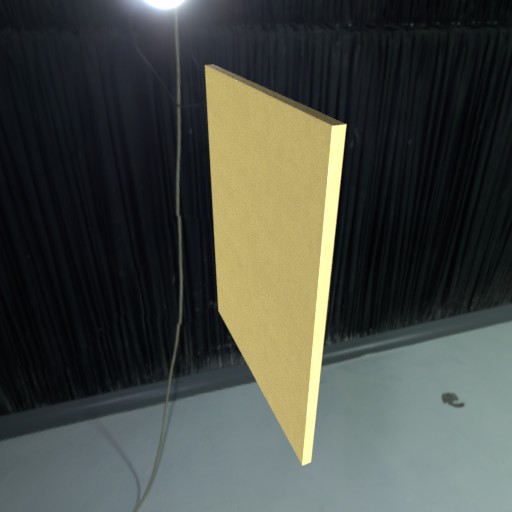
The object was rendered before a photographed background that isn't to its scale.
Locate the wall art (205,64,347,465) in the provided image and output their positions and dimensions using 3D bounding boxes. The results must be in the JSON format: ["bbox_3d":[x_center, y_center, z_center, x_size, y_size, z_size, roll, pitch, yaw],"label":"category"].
[{"bbox_3d":[0.000,0.000,1.379,0.030,1.002,0.798,-12,33,-19],"label":"wall art"}]
